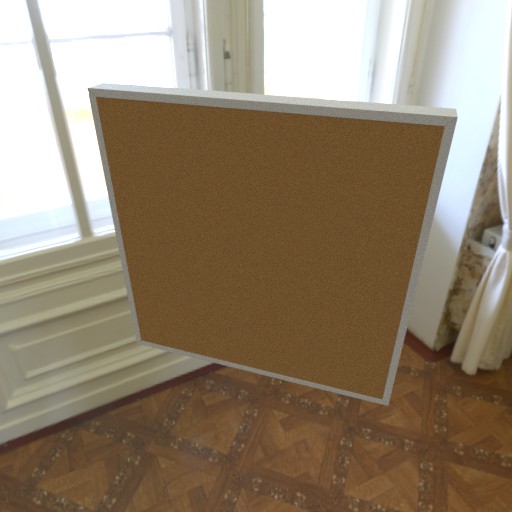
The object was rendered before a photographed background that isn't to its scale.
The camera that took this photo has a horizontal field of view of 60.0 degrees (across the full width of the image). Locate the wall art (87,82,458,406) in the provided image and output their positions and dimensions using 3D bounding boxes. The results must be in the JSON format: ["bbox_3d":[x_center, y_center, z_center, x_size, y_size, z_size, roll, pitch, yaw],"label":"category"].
[{"bbox_3d":[0.000,0.000,0.440,0.304,0.304,0.024,10,34,15],"label":"wall art"}]
